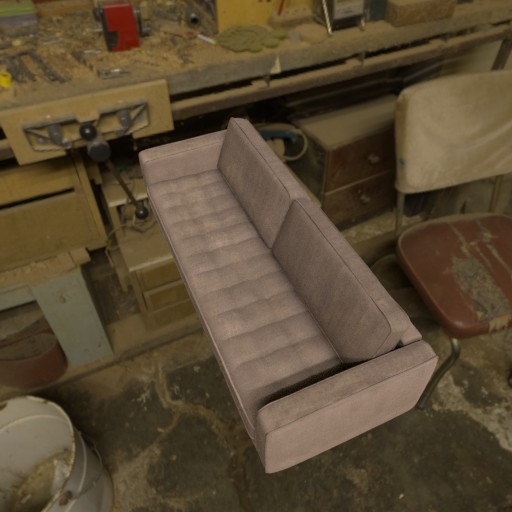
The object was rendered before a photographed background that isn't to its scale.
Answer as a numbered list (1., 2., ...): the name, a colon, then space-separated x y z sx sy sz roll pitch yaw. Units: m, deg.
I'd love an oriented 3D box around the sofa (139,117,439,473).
1. sofa: 0.000 0.000 2.774 0.923 0.813 2.295 -18 50 -16
